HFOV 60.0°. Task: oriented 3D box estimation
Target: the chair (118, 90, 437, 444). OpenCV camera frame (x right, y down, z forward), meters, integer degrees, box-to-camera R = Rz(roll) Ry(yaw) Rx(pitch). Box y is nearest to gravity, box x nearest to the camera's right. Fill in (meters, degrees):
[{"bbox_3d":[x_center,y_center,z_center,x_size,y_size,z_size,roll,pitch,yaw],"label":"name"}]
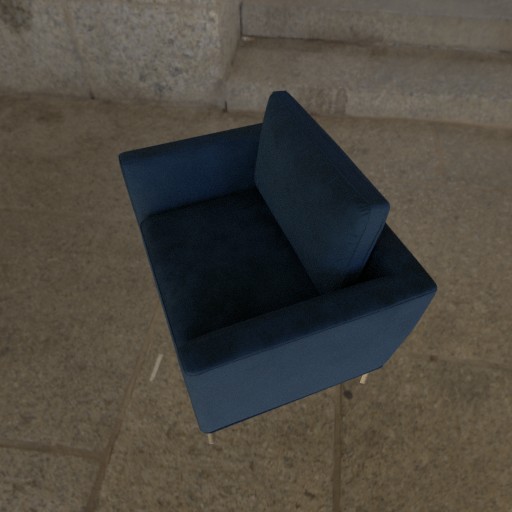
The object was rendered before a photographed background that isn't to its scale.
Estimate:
[{"bbox_3d":[0.000,0.000,1.612,0.746,0.893,0.977,-16,50,-14],"label":"chair"}]
